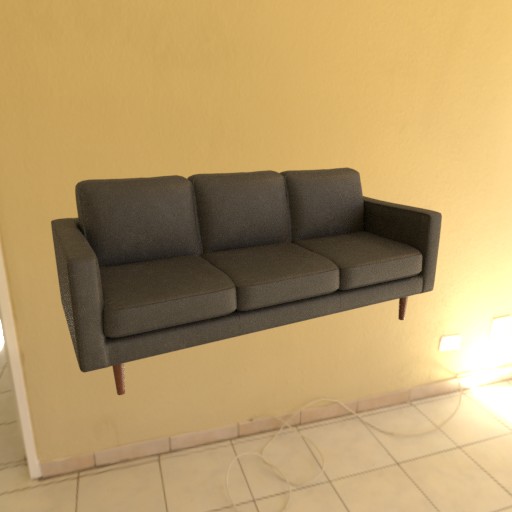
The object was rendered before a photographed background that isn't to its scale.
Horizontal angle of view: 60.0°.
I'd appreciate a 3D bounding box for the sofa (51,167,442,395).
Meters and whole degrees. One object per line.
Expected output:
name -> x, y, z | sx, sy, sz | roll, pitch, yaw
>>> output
sofa -> 0.000, 0.000, 2.519 | 2.029, 0.899, 0.879 | -8, 18, -26
